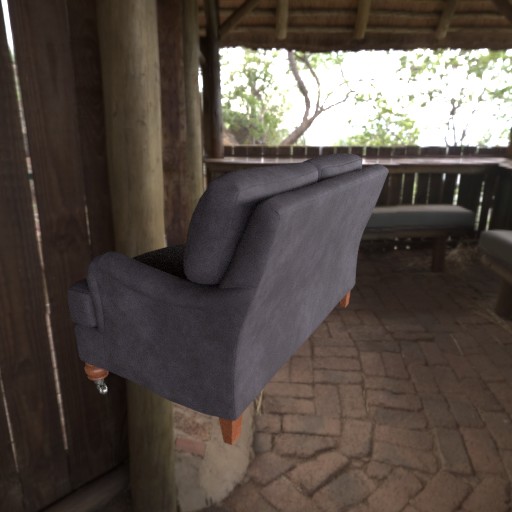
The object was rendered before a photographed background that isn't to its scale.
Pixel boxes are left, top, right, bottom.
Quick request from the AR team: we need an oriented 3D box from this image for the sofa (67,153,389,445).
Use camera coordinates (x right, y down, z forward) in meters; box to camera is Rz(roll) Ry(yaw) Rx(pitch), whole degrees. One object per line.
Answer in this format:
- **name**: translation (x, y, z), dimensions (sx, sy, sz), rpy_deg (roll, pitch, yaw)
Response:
- **sofa**: translation (0.000, 0.000, 2.550), dimensions (1.084, 1.101, 1.853), rpy_deg (8, 18, 26)
